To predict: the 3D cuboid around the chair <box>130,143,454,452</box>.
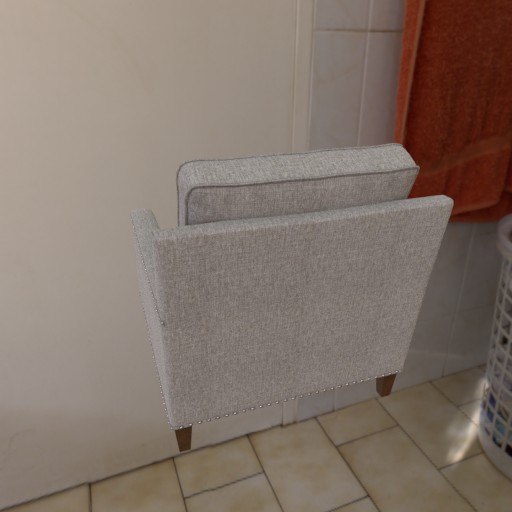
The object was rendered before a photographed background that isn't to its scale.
[{"bbox_3d":[0.000,0.000,1.695,0.853,0.943,1.014,-8,26,-17],"label":"chair"}]
